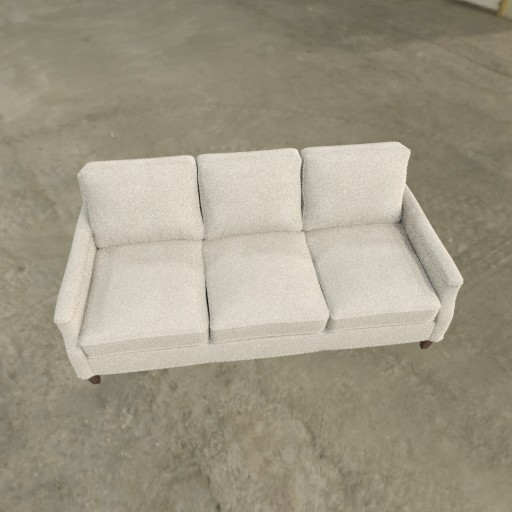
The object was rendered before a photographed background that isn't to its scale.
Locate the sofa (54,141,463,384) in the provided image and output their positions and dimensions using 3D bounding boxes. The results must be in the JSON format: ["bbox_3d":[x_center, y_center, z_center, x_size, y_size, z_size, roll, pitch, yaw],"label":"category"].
[{"bbox_3d":[0.000,0.000,2.791,2.246,1.003,1.084,-5,47,-5],"label":"sofa"}]
